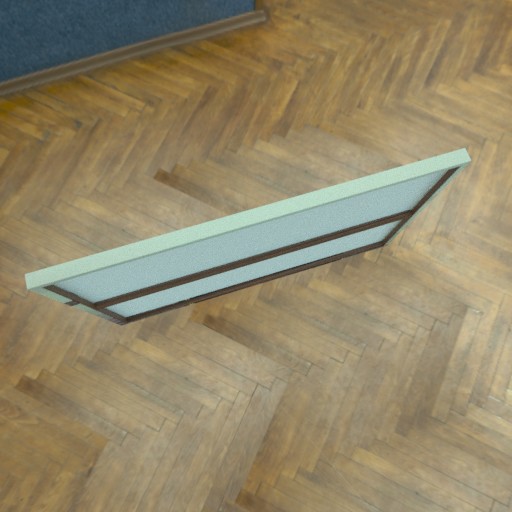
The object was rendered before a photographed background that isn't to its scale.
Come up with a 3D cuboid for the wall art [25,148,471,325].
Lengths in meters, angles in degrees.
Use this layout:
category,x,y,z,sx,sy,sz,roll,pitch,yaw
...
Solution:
category,x,y,z,sx,sy,sz,roll,pitch,yaw
wall art,0.000,0.000,1.468,1.149,0.765,0.040,-16,75,-4
